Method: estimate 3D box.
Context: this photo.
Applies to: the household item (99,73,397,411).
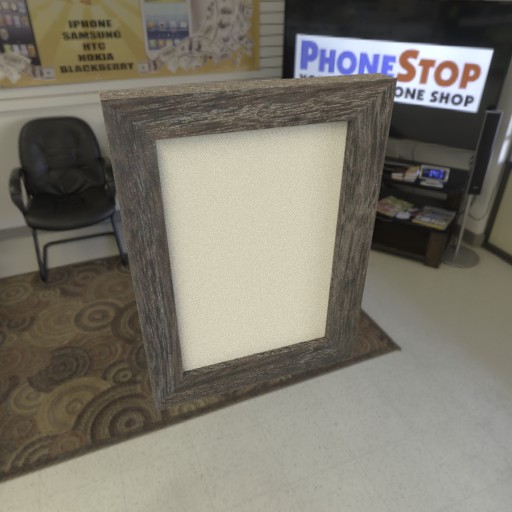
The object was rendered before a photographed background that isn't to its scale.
[{"bbox_3d":[0.000,0.000,0.244,0.133,0.180,0.020,-10,33,-16],"label":"household item"}]
